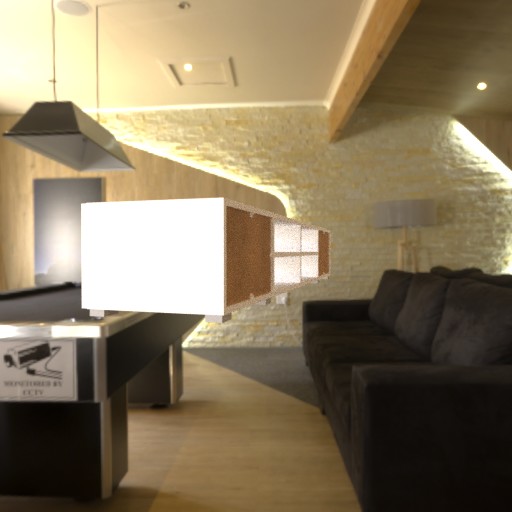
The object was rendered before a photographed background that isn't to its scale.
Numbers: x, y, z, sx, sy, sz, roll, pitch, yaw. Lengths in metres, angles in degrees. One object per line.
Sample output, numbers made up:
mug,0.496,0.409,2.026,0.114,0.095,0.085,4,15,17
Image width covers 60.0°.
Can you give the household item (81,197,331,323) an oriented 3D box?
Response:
household item,0.000,0.000,2.034,0.420,0.310,1.850,0,1,18
